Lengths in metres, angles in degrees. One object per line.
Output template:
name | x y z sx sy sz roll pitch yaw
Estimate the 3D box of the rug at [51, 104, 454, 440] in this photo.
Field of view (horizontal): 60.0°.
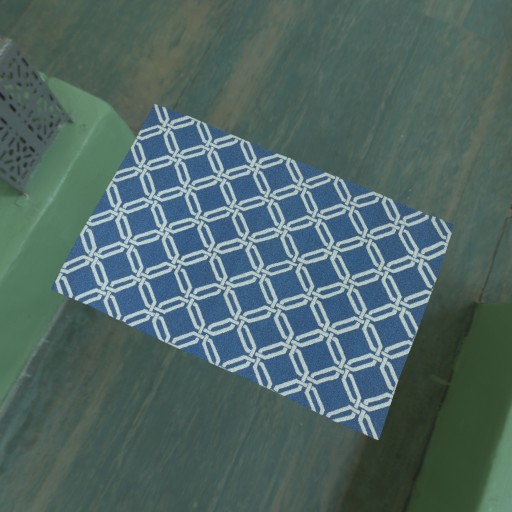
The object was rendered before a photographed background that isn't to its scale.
rug | 0.000 0.000 2.255 1.755 0.010 1.153 23 77 6
